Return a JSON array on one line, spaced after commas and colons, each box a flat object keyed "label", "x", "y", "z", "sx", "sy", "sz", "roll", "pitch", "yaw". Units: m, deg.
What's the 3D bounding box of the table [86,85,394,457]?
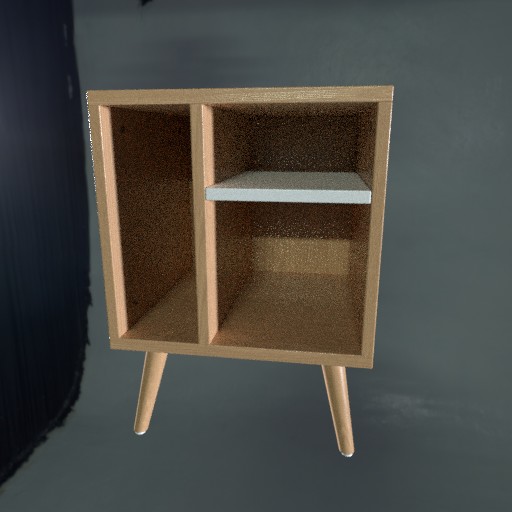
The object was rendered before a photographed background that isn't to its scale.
[{"label": "table", "x": 0.000, "y": 0.000, "z": 0.827, "sx": 0.400, "sy": 0.550, "sz": 0.400, "roll": 2, "pitch": 15, "yaw": 9}]
